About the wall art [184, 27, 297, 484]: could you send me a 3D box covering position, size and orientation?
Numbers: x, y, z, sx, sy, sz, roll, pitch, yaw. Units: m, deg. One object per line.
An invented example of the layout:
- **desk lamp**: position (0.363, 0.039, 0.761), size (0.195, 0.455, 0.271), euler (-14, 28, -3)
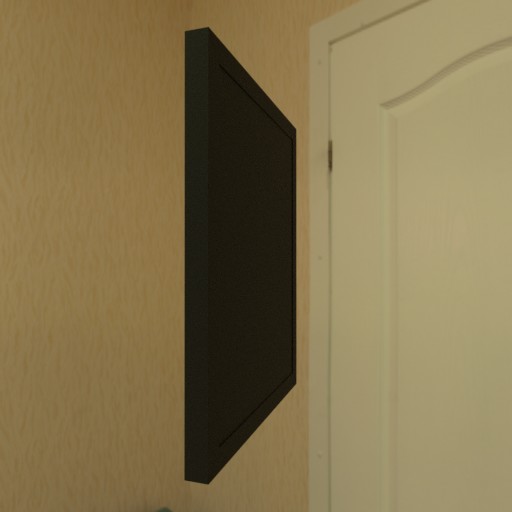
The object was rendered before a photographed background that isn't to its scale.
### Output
- **wall art**: position (0.000, 0.000, 0.762), size (0.033, 0.559, 0.457), euler (0, 0, 19)
